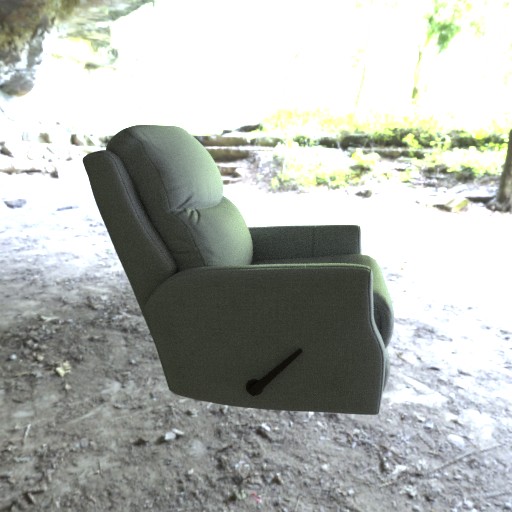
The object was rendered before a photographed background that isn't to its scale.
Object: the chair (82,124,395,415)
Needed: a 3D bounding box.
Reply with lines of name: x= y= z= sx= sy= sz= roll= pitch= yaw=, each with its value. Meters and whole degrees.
chair: x=0.000 y=0.000 z=1.813 sx=1.080 sy=1.030 sz=0.829 roll=3 pitch=16 yaw=9
